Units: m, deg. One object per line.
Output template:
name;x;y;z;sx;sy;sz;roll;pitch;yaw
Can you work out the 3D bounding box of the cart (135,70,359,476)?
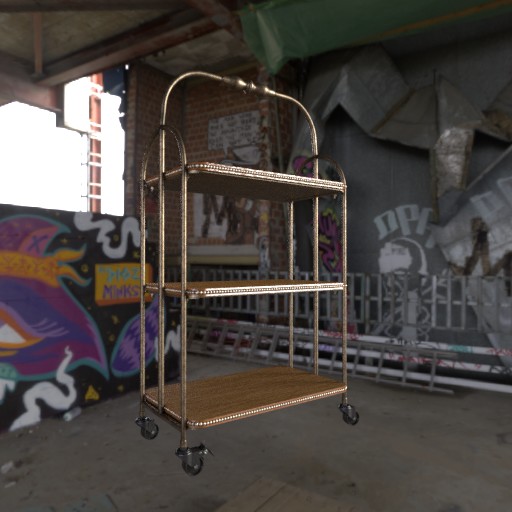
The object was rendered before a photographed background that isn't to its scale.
cart;0.000;0.000;1.338;0.650;1.052;0.330;0;-1;-36
